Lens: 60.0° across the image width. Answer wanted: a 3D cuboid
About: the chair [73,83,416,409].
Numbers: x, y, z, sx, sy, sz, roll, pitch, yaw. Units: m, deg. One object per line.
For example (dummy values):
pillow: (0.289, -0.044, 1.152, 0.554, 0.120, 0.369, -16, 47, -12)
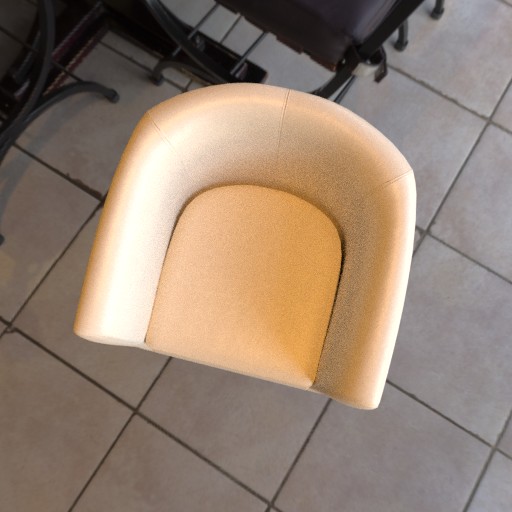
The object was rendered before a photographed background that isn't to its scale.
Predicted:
chair: (0.000, 0.000, 1.387, 0.792, 0.756, 0.727, 13, 77, 3)
